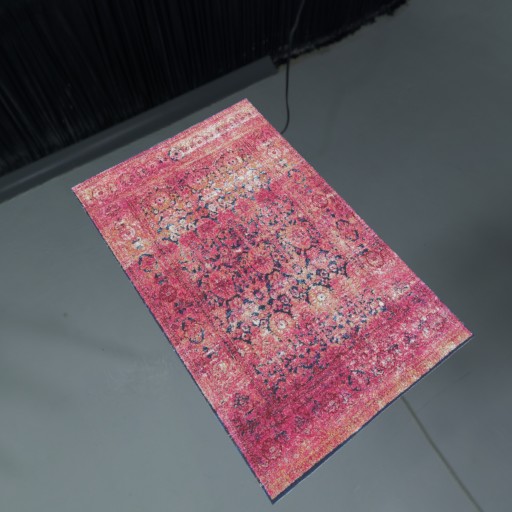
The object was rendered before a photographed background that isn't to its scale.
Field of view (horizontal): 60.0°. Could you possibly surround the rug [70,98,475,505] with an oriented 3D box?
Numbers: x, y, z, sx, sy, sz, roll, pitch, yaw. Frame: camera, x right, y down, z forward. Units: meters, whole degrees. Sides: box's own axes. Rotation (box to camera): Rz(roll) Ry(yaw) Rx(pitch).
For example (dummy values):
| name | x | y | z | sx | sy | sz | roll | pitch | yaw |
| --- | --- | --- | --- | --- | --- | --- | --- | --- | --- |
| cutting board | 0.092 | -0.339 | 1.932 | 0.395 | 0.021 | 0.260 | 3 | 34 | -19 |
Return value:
| name | x | y | z | sx | sy | sz | roll | pitch | yaw |
| --- | --- | --- | --- | --- | --- | --- | --- | --- | --- |
| rug | 0.000 | 0.000 | 2.937 | 1.539 | 0.018 | 2.449 | -33 | 67 | -15 |
